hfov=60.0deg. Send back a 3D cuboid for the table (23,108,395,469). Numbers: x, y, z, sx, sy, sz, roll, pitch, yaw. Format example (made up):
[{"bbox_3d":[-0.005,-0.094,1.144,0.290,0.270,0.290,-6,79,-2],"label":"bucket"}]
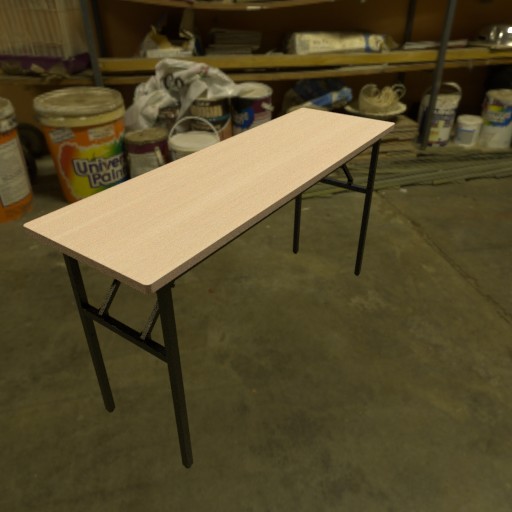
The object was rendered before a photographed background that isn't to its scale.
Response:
[{"bbox_3d":[0.000,0.000,1.678,0.447,0.750,1.397,21,38,29],"label":"table"}]
